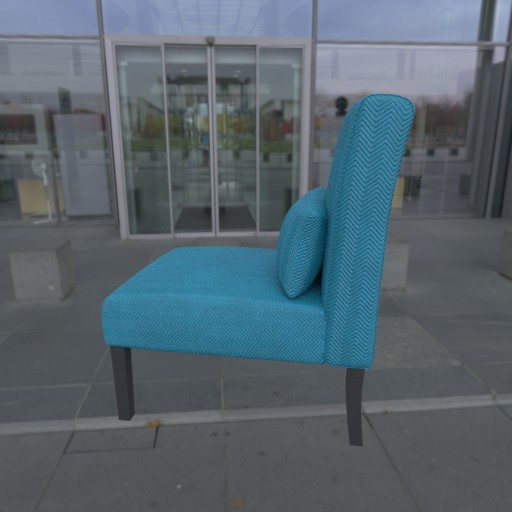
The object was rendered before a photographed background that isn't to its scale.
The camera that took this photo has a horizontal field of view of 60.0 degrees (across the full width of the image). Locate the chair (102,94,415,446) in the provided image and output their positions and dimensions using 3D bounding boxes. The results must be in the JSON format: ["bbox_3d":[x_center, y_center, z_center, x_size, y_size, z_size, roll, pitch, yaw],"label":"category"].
[{"bbox_3d":[0.000,0.000,1.415,0.808,0.927,0.579,3,16,9],"label":"chair"}]
